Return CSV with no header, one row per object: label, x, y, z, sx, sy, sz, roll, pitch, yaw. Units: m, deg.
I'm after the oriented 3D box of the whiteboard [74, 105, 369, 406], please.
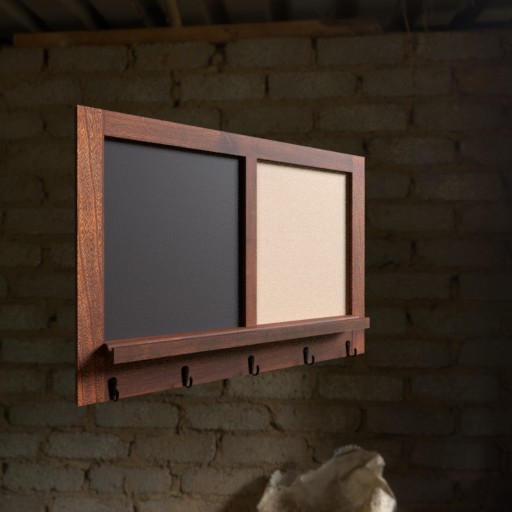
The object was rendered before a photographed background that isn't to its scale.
whiteboard,0.000,0.000,1.014,0.768,0.553,0.083,0,0,-35
